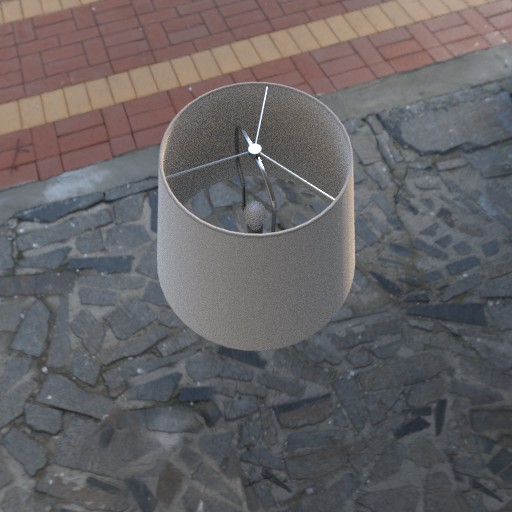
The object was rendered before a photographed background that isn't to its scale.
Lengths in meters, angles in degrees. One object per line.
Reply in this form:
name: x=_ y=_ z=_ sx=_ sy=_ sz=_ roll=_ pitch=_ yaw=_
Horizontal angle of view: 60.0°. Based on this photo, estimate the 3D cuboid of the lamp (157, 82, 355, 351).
lamp: x=0.000 y=0.000 z=0.807 sx=0.355 sy=0.582 sz=0.355 roll=0 pitch=64 yaw=0
